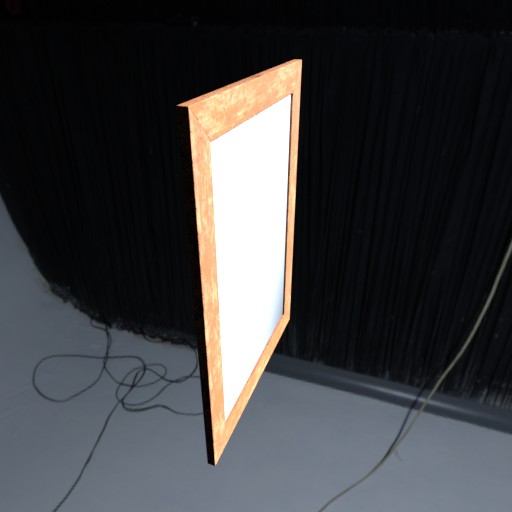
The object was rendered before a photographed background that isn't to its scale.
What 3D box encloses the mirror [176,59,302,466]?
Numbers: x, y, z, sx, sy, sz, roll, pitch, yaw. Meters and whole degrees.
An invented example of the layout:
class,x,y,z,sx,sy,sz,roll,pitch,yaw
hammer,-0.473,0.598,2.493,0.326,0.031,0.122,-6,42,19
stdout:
class,x,y,z,sx,sy,sz,roll,pitch,yaw
mirror,0.000,0.000,1.446,0.028,1.099,0.796,11,32,18
